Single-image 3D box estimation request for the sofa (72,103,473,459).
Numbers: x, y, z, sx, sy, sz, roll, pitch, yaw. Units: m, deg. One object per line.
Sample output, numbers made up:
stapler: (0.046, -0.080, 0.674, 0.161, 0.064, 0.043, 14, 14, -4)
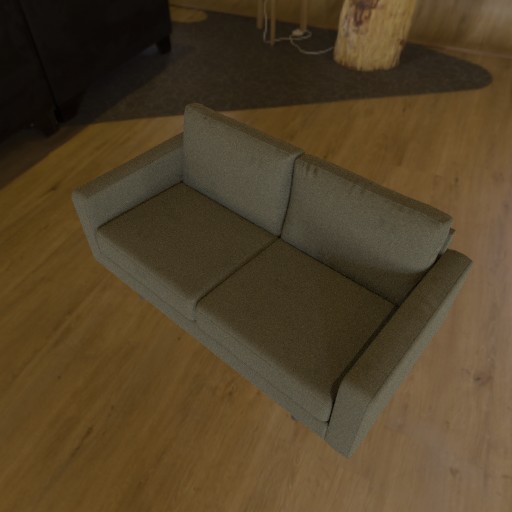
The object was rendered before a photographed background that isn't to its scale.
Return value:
sofa: (0.000, 0.000, 2.210, 1.730, 0.897, 0.889, 32, 54, 27)
